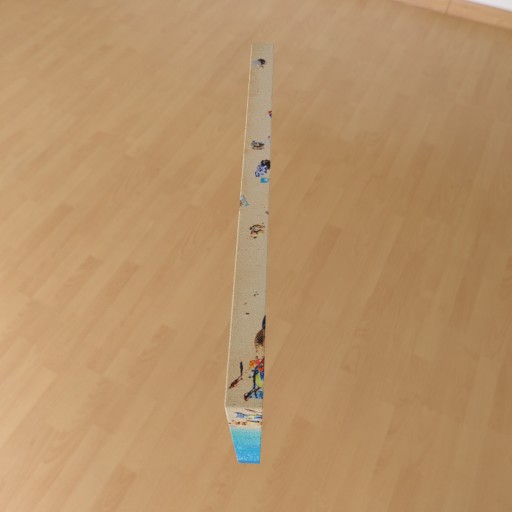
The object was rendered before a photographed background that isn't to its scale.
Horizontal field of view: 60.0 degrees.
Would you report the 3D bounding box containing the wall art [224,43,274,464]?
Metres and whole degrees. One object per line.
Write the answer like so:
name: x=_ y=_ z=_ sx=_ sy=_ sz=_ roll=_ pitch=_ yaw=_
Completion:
wall art: x=0.000 y=0.000 z=1.132 sx=0.057 sy=0.595 sz=0.894 roll=2 pitch=58 yaw=1
